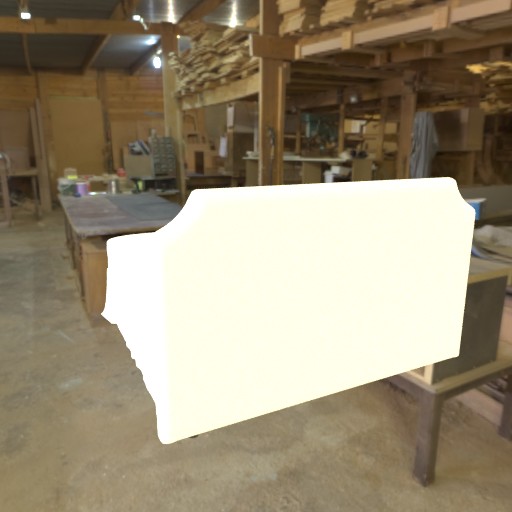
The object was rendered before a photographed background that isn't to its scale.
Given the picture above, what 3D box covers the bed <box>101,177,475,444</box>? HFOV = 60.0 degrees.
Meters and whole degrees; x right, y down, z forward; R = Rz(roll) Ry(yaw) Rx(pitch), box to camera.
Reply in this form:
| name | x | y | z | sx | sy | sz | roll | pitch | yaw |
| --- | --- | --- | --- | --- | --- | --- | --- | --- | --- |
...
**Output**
| name | x | y | z | sx | sy | sz | roll | pitch | yaw |
| --- | --- | --- | --- | --- | --- | --- | --- | --- | --- |
| bed | 0.000 | 0.000 | 3.484 | 2.160 | 1.301 | 2.204 | -7 | 16 | -26 |
